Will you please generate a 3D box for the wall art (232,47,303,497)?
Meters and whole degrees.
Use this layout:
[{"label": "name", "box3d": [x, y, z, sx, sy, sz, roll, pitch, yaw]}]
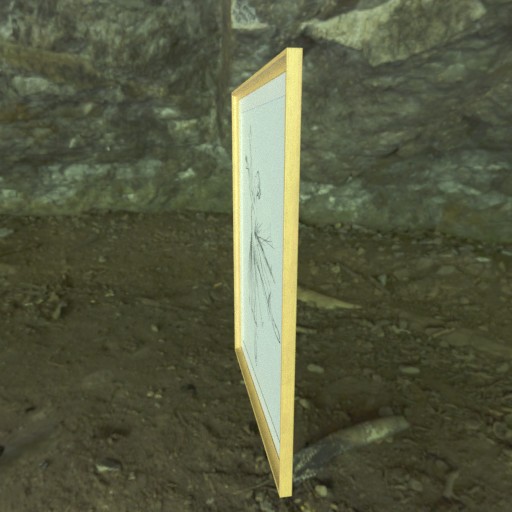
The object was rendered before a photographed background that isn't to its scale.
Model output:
[{"label": "wall art", "box3d": [0.000, 0.000, 1.328, 0.030, 1.002, 0.798, -3, 15, -10]}]
